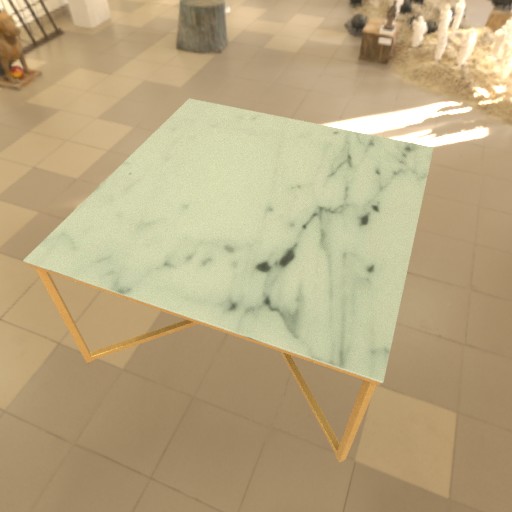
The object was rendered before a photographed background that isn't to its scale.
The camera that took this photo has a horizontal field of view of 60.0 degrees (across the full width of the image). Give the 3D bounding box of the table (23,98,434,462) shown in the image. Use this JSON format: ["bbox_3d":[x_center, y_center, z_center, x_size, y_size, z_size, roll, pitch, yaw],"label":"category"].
[{"bbox_3d":[0.000,0.000,1.303,0.800,0.450,0.800,16,49,15],"label":"table"}]
